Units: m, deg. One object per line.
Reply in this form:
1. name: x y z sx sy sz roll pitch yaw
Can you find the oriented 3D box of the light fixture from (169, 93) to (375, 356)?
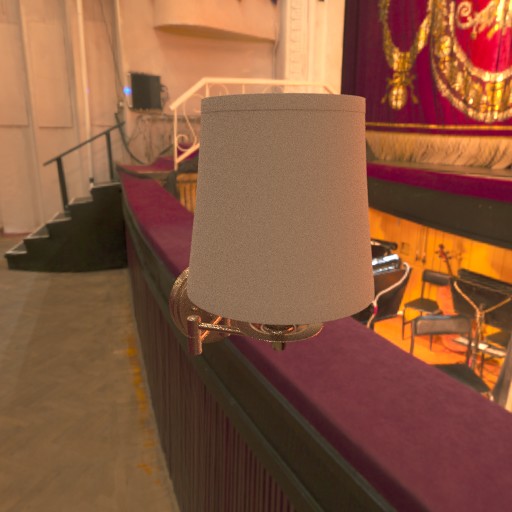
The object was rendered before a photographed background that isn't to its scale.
1. light fixture: 0.000 0.000 0.585 0.223 0.381 0.348 -8 17 -26
